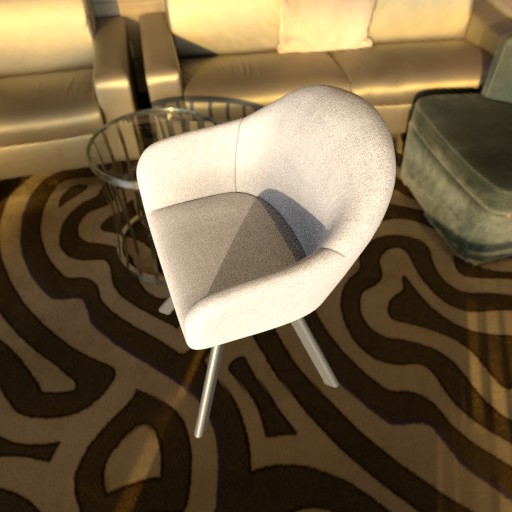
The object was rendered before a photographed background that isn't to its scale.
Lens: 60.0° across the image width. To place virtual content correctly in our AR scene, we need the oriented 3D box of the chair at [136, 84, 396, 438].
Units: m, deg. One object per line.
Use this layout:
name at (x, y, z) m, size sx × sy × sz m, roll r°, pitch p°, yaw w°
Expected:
chair at (0.000, 0.000, 1.184) m, size 0.550 × 0.795 × 0.590 m, roll -15°, pitch 48°, yaw -14°
